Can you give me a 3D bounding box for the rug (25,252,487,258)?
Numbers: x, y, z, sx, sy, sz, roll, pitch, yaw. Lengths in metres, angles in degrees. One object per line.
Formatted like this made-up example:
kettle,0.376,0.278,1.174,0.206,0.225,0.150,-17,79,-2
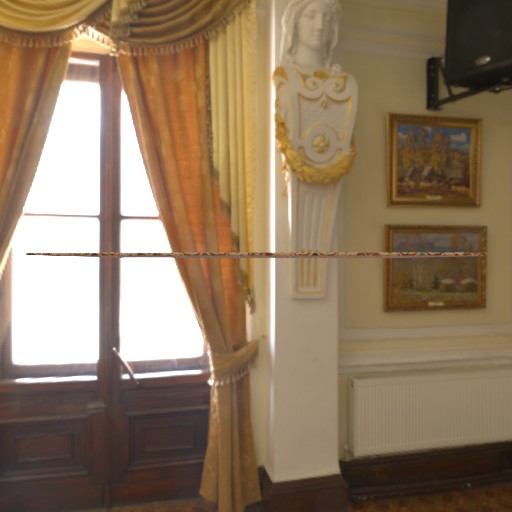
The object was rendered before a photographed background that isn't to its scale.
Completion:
rug,0.000,0.000,2.964,2.297,0.018,1.541,0,-1,-1
